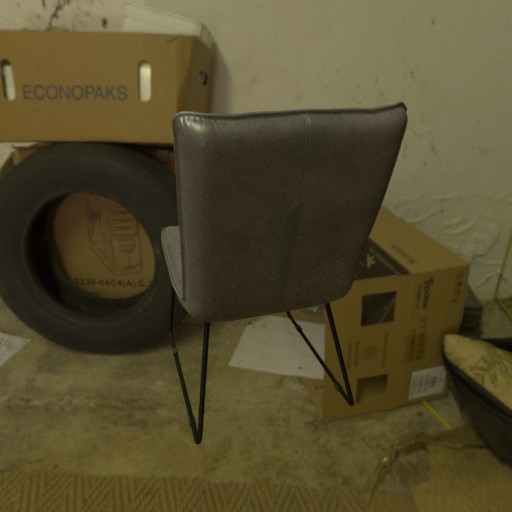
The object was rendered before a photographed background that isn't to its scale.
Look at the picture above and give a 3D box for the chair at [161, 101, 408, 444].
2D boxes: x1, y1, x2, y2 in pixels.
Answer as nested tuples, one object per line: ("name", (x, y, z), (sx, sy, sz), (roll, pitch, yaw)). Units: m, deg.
("chair", (0.000, 0.000, 1.336), (0.515, 0.932, 0.688), (-8, 26, -16))
